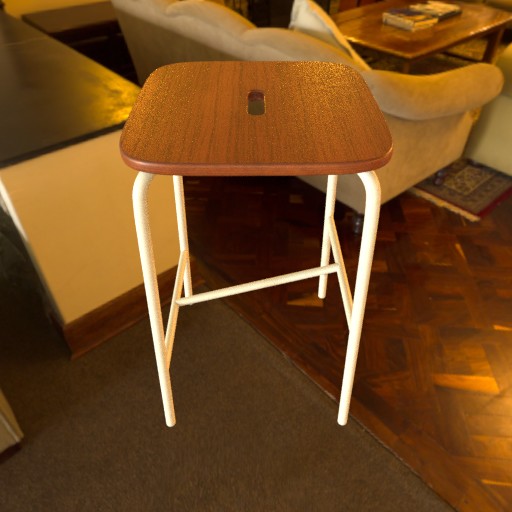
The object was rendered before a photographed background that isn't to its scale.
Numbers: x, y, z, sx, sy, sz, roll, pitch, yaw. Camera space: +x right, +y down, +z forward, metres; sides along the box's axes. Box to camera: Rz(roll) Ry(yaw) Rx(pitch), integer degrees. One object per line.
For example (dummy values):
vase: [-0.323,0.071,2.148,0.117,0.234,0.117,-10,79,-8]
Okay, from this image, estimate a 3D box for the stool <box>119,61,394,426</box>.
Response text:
stool: [0.000,0.000,0.856,0.376,0.610,0.376,0,42,0]
